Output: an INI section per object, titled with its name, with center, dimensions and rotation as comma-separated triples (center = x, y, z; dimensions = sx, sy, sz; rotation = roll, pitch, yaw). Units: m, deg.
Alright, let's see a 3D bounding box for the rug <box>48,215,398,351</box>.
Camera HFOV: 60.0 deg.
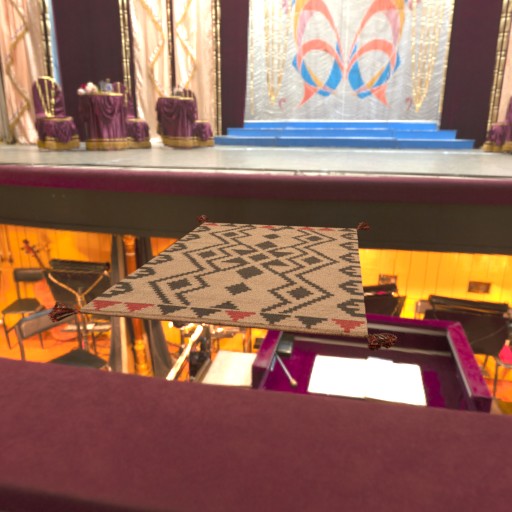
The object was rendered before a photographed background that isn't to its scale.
[rug]
center = 0.000, 0.000, 2.665
dimensions = 1.444, 0.067, 2.069
rotation = 3, 17, 11
